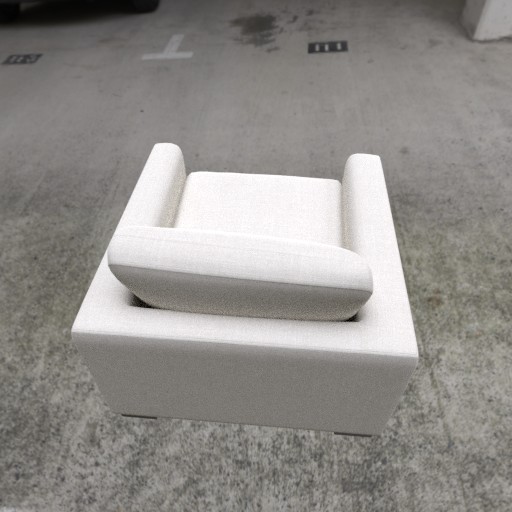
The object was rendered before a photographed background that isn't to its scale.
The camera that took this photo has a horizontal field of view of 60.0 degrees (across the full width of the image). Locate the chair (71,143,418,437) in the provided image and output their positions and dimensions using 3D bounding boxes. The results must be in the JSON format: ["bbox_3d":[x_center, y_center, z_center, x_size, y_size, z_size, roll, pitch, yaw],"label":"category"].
[{"bbox_3d":[0.000,0.000,1.830,1.070,0.876,1.100,4,46,3],"label":"chair"}]
